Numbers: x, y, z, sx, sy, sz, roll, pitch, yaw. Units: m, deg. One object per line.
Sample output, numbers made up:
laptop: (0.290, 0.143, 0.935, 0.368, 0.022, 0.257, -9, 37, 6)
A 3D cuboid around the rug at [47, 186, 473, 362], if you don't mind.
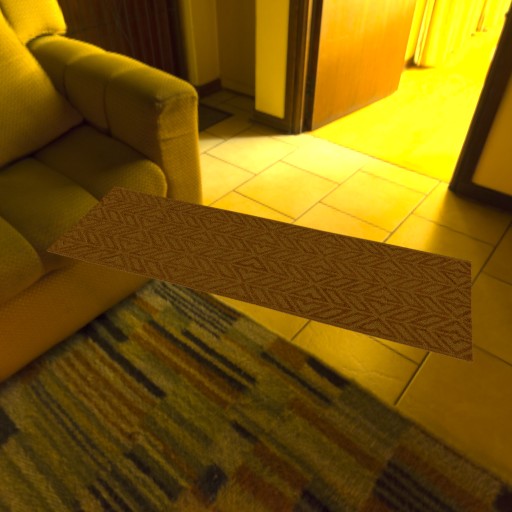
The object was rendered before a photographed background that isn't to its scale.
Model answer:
rug: (0.000, 0.000, 2.657, 2.435, 0.009, 0.750, 13, 43, 14)
